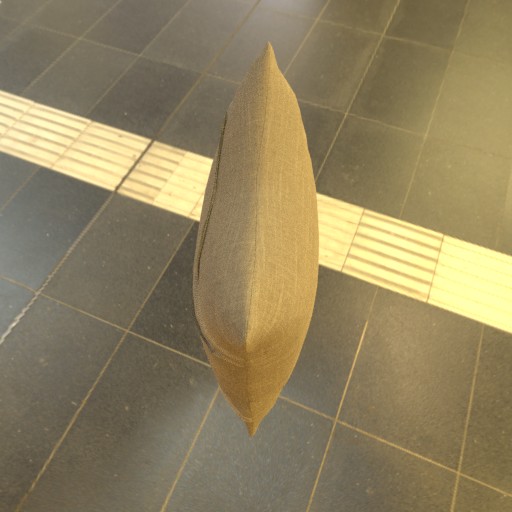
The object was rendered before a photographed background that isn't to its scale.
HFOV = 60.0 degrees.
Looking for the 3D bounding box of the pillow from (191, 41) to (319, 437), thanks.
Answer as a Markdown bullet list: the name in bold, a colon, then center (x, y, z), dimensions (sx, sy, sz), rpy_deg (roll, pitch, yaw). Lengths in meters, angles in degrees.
- **pillow**: center (0.000, 0.000, 0.633), dimensions (0.169, 0.400, 0.424), rpy_deg (3, 59, 2)
